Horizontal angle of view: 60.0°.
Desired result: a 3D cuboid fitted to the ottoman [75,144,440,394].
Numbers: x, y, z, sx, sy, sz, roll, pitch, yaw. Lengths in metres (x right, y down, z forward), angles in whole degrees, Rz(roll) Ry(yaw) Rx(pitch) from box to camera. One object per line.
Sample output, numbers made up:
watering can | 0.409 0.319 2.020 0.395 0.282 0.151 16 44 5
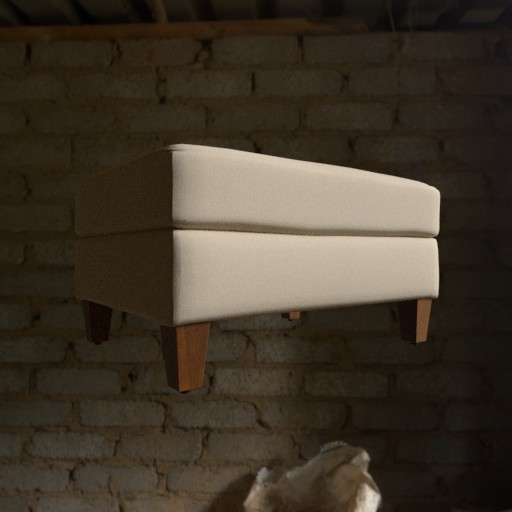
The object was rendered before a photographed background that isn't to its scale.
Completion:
ottoman | 0.000 0.000 1.214 0.818 0.485 0.634 0 1 -37
